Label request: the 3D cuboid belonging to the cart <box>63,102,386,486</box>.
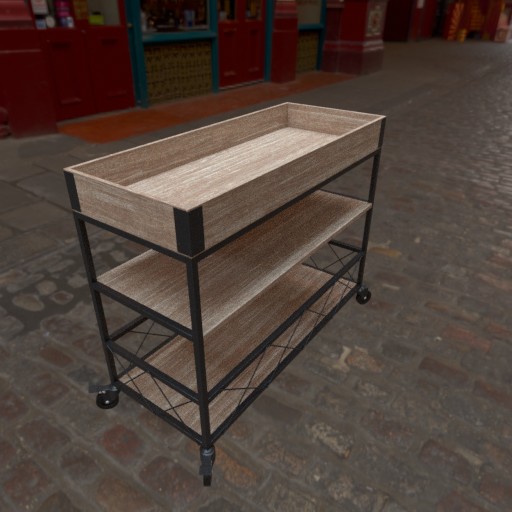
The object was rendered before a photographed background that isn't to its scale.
[{"bbox_3d":[0.000,0.000,1.466,0.500,0.787,1.101,20,36,31],"label":"cart"}]
